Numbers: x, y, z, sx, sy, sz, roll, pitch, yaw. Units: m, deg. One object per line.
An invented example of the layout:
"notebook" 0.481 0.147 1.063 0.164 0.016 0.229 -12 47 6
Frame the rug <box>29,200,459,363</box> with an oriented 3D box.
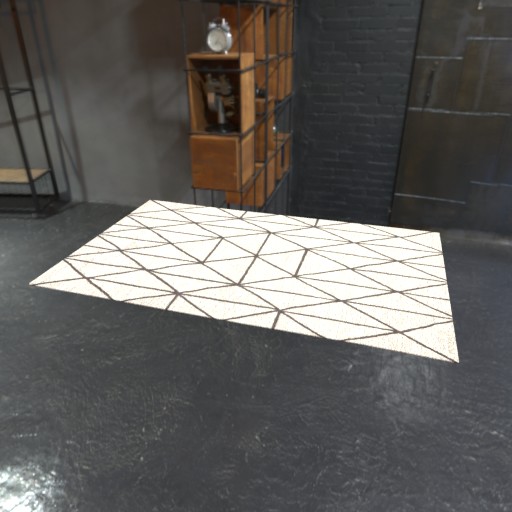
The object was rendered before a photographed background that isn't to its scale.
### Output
"rug" 0.000 0.000 3.055 2.465 0.008 1.526 8 29 15
